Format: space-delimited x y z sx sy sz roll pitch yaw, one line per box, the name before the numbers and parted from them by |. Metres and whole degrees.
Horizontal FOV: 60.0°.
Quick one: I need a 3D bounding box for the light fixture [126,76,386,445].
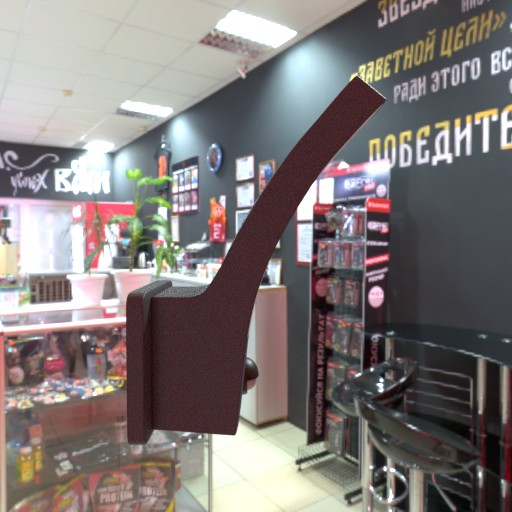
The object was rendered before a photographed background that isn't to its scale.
light fixture | 0.000 0.000 0.332 0.174 0.243 0.108 0 2 -1
